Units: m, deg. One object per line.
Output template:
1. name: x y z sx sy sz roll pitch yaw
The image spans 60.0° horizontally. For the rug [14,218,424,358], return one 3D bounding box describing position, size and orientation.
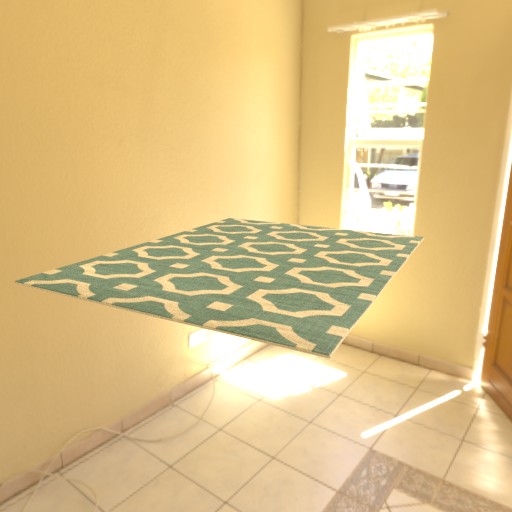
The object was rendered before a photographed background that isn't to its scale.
1. rug: 0.000 0.000 4.029 2.466 0.021 3.049 8 17 27
